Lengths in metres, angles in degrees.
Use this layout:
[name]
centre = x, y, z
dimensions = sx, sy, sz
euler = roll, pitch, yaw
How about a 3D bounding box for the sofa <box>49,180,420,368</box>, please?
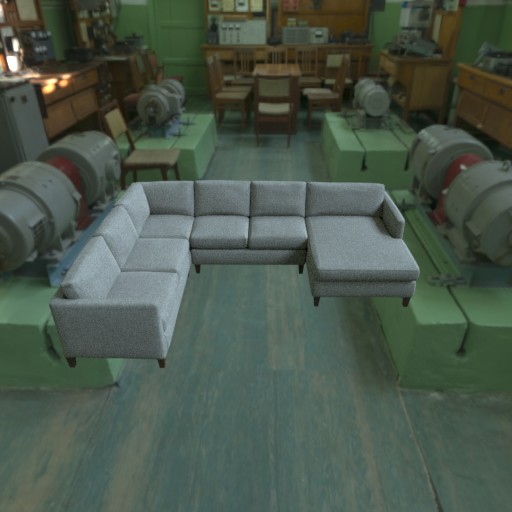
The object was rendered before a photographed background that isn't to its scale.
[sofa]
centre = 0.000, 0.000, 4.880
dimensions = 3.460, 0.959, 2.593
euler = 0, 30, 0
